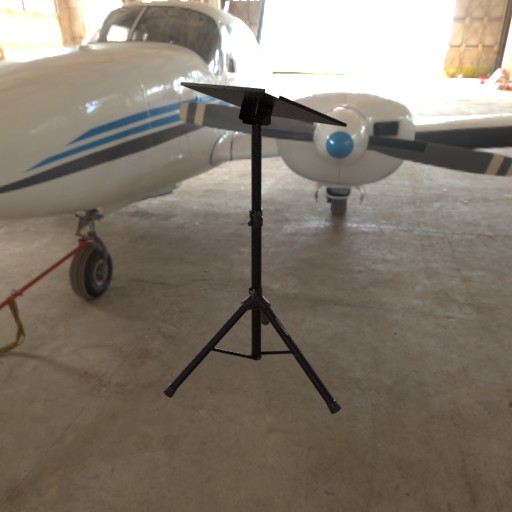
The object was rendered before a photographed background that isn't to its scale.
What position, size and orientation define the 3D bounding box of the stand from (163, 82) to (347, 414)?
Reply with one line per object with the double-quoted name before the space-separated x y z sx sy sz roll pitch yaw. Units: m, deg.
"stand" 0.000 0.000 1.656 0.702 1.198 0.702 -18 30 -35
